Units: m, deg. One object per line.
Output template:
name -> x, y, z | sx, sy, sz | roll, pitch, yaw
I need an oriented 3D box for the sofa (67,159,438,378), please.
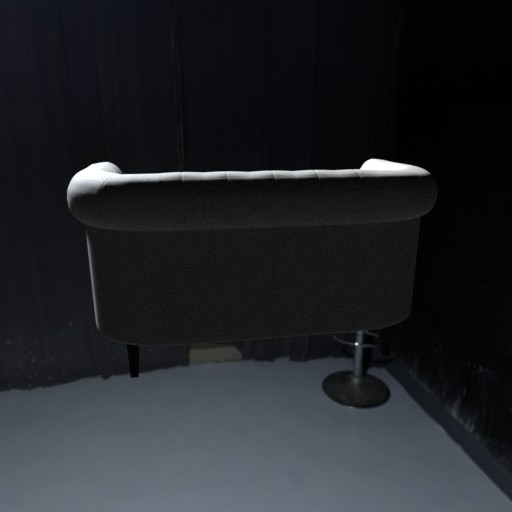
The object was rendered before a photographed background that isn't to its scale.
sofa -> 0.000, 0.000, 2.031 | 1.558, 0.827, 0.835 | -3, 16, -9
